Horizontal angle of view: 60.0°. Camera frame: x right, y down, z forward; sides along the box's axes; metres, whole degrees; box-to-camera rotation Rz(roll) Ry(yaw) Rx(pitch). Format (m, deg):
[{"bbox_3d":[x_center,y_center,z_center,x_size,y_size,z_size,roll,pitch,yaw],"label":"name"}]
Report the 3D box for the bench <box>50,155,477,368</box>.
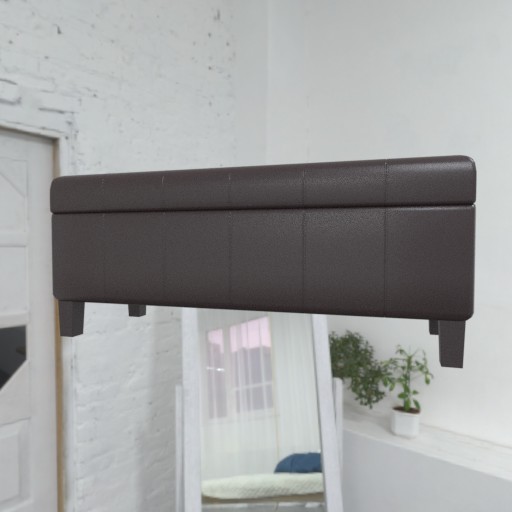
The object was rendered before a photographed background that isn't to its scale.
[{"bbox_3d":[0.000,0.000,1.284,1.092,0.457,0.429,1,2,18],"label":"bench"}]
